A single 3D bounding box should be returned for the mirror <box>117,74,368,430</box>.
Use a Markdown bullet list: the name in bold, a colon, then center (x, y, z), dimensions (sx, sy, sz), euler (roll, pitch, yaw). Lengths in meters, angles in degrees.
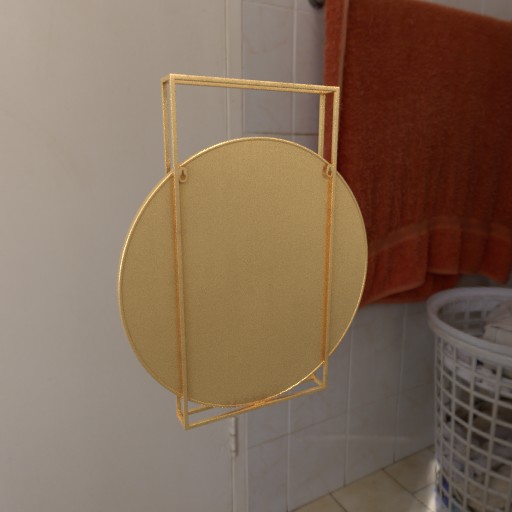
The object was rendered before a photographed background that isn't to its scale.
- **mirror**: center (0.000, 0.000, 0.822), dimensions (0.508, 0.603, 0.051), euler (-7, 15, -27)
